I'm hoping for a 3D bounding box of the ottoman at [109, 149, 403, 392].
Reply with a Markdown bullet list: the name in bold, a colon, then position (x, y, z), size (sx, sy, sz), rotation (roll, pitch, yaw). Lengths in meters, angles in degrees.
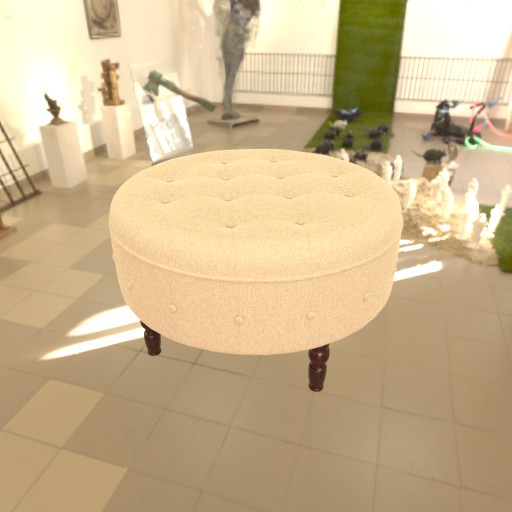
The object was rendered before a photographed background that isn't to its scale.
- **ottoman**: position (0.000, 0.000, 1.409), size (0.848, 0.494, 0.848), rotation (0, 29, 0)
